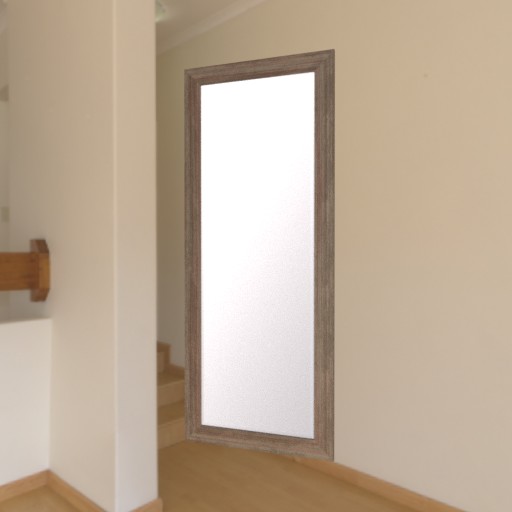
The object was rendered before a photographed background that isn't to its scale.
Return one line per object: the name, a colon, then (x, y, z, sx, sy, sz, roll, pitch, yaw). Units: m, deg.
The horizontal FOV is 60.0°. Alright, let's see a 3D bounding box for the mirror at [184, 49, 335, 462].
mirror: (0.000, 0.000, 2.316, 0.812, 2.032, 0.025, 0, 1, 18)
